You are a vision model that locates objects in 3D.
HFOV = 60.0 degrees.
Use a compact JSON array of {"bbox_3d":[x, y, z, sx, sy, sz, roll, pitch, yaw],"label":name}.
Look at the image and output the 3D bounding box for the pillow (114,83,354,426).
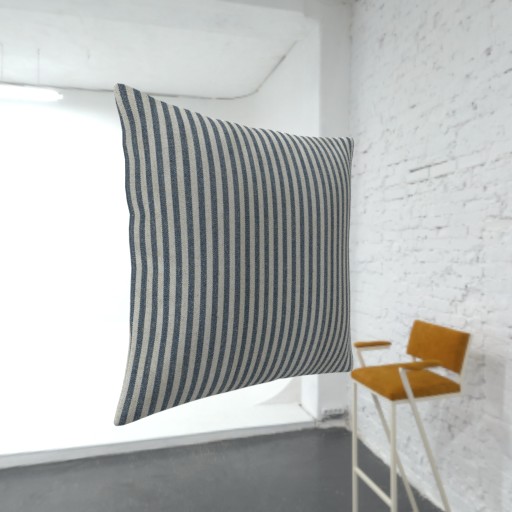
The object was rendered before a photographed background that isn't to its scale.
[{"bbox_3d":[0.000,0.000,0.811,0.523,0.510,0.166,0,0,-36],"label":"pillow"}]
